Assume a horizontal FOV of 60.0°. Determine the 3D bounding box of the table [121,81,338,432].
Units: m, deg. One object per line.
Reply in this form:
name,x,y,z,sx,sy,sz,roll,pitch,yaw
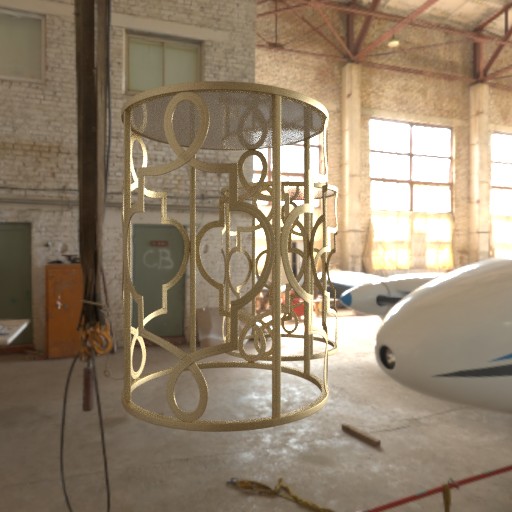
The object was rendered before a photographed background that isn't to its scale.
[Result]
table,0.000,0.000,1.127,0.420,0.564,0.846,0,0,17
